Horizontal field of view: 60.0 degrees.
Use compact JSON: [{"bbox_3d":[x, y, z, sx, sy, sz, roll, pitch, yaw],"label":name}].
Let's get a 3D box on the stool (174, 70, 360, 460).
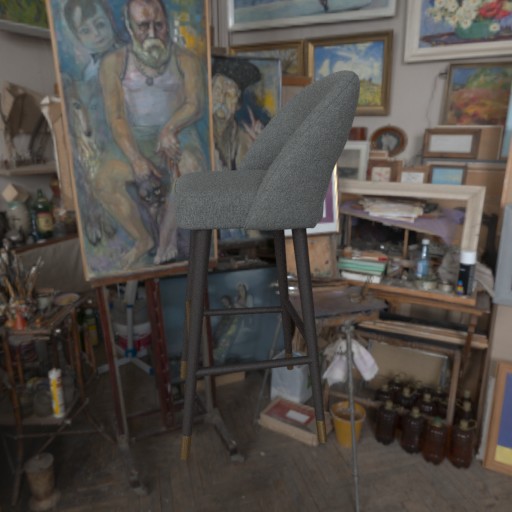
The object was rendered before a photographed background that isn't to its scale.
[{"bbox_3d":[0.000,0.000,1.402,0.524,1.089,0.536,-3,17,-9],"label":"stool"}]
